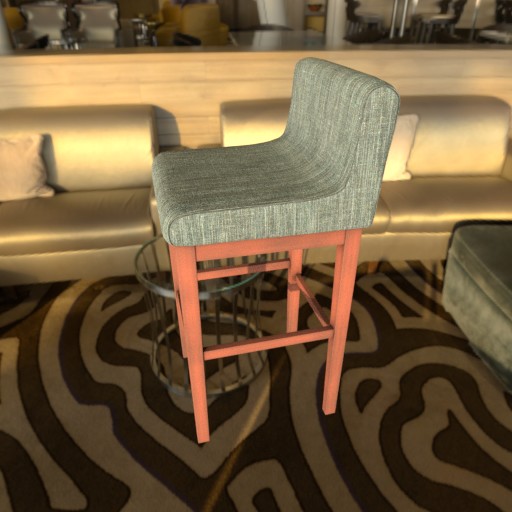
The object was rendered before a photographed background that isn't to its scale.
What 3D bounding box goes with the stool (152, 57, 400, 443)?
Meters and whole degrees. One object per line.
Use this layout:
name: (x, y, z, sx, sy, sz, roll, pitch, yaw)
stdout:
stool: (0.000, 0.000, 1.228, 0.499, 0.965, 0.426, -8, 32, -13)
